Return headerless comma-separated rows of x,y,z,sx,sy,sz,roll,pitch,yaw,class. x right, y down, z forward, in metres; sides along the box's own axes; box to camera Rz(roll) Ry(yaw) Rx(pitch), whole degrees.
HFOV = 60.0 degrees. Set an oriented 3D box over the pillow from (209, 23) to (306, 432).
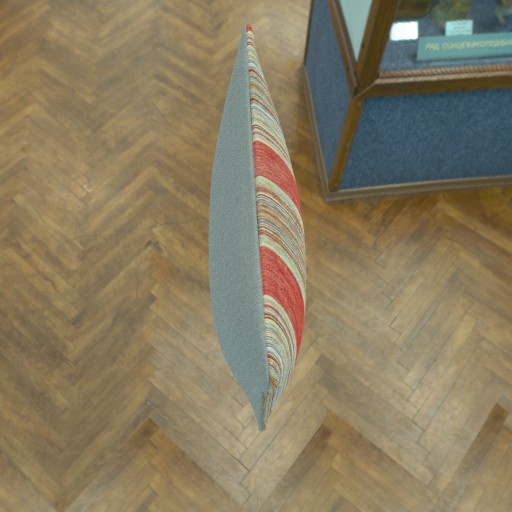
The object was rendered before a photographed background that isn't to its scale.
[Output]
0.000,0.000,0.628,0.136,0.419,0.437,-3,64,-1,pillow
